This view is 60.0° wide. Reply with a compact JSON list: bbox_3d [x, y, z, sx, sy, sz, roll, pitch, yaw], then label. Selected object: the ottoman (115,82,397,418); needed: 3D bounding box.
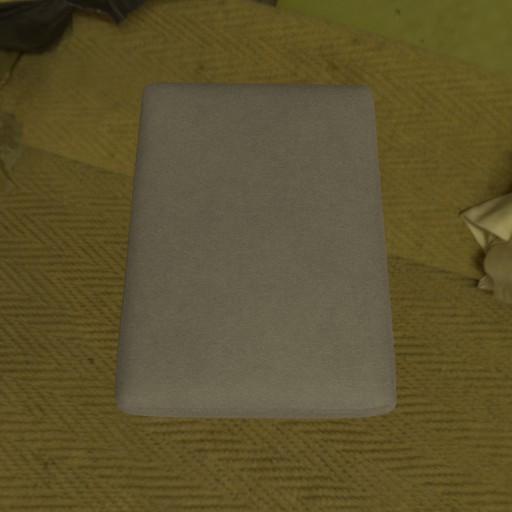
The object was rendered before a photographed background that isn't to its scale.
[{"bbox_3d":[0.000,0.000,1.148,0.574,0.497,0.773,0,73,0],"label":"ottoman"}]
